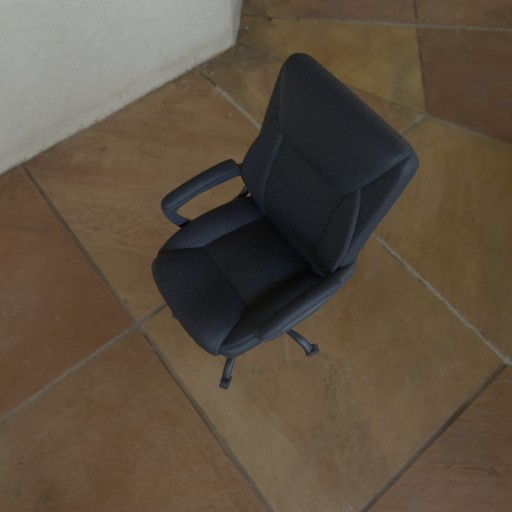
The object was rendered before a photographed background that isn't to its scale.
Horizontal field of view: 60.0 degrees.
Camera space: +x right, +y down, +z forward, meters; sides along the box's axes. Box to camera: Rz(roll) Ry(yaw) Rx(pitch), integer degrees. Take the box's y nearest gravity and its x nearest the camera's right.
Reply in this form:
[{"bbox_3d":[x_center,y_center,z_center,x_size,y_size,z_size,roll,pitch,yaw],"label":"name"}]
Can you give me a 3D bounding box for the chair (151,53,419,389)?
[{"bbox_3d":[0.000,0.000,1.476,0.655,1.072,0.615,-33,68,-15],"label":"chair"}]
